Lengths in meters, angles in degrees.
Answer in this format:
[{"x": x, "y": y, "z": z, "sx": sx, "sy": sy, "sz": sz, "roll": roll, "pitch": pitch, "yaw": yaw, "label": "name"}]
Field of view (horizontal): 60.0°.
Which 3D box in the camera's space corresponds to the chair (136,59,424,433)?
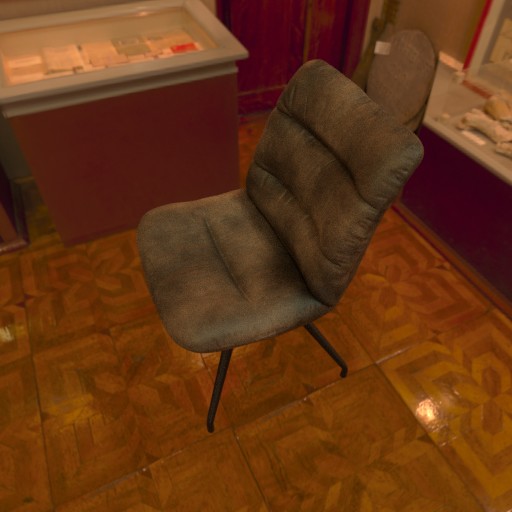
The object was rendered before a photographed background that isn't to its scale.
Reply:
[{"x": 0.000, "y": 0.000, "z": 1.267, "sx": 0.622, "sy": 0.870, "sz": 0.549, "roll": -17, "pitch": 48, "yaw": -16, "label": "chair"}]
